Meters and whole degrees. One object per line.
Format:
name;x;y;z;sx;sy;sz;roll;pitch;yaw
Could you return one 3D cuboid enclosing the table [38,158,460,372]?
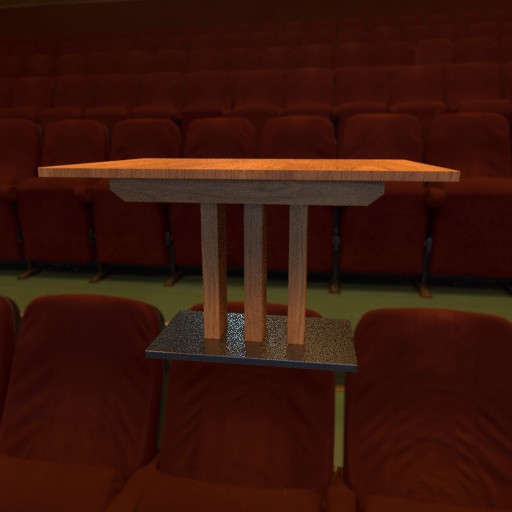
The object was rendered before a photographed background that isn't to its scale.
table;0.000;0.000;1.873;1.300;0.770;0.900;2;14;8
